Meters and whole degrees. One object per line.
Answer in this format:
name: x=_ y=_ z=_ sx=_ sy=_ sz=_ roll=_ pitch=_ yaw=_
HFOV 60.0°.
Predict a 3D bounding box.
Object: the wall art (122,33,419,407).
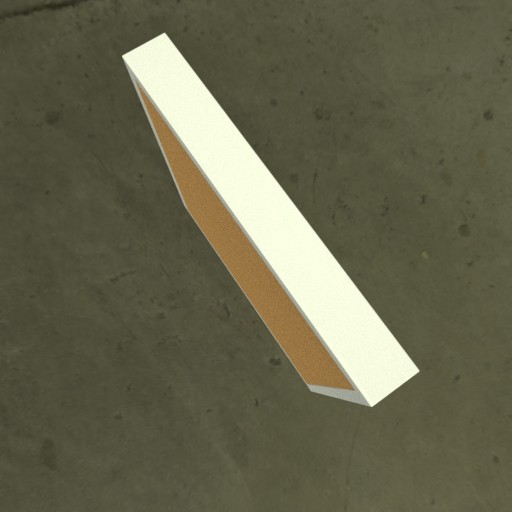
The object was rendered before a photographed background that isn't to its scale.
wall art: x=0.000 y=0.000 z=0.451 sx=0.038 sy=0.305 sz=0.305 roll=-33 pitch=77 yaw=-9
